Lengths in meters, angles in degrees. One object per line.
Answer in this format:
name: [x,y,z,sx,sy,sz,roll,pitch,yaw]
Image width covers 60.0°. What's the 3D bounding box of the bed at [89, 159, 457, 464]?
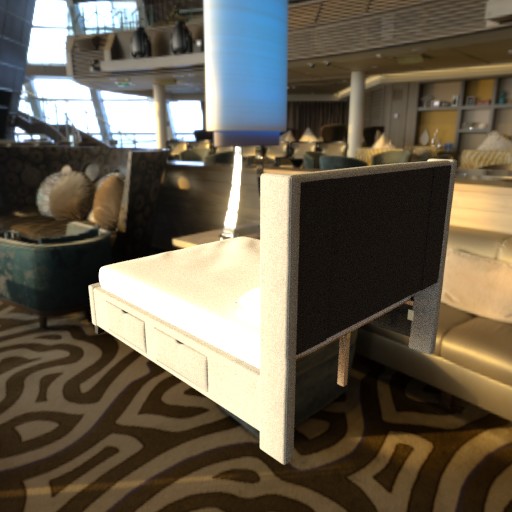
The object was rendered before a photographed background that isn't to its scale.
bed: [0.000,0.000,3.449,1.774,1.491,2.222,-15,21,-43]
